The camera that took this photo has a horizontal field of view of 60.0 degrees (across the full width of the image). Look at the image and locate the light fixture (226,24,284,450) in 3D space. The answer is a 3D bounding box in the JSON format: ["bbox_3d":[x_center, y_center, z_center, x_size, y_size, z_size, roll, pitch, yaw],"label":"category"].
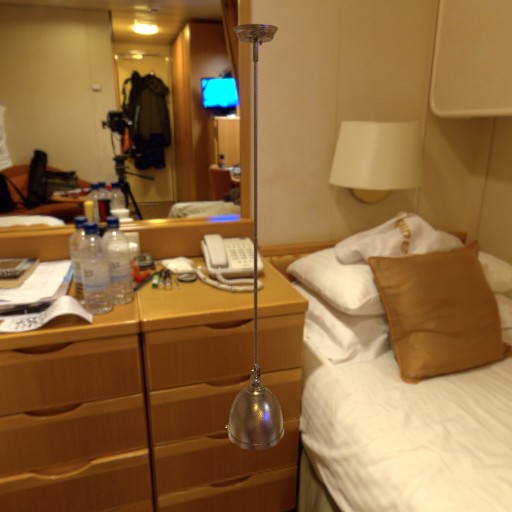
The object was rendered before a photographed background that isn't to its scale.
[{"bbox_3d":[0.000,0.000,1.474,0.211,1.367,0.217,8,18,25],"label":"light fixture"}]
